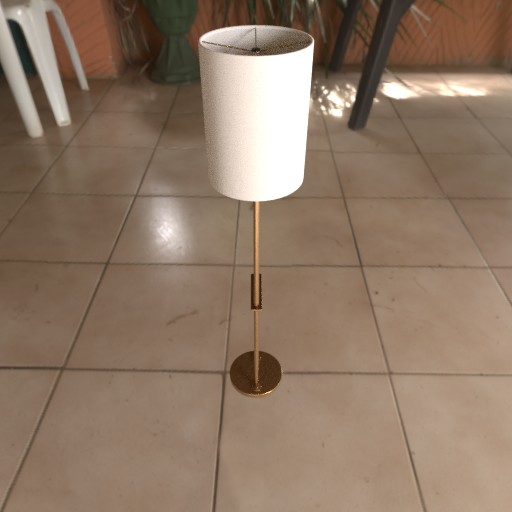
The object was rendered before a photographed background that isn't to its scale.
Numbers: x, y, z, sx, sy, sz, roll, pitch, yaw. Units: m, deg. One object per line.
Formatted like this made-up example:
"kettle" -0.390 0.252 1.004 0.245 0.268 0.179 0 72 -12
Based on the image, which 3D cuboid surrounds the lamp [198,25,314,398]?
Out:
"lamp" 0.000 0.000 1.655 0.305 1.500 0.306 0 40 0
